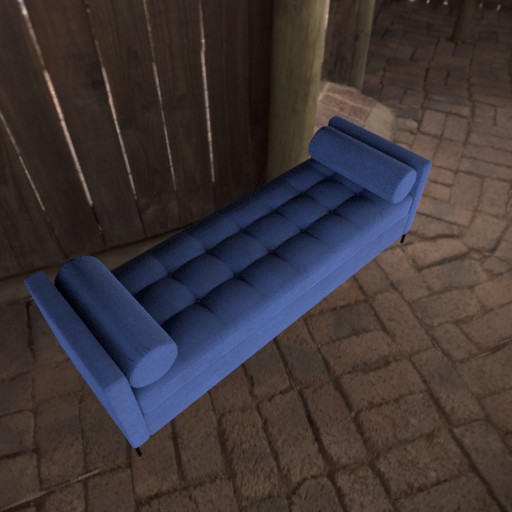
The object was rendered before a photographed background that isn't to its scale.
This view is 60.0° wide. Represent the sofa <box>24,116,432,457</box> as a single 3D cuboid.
[{"bbox_3d":[0.000,0.000,2.319,1.981,0.635,0.686,-33,55,-28],"label":"sofa"}]
